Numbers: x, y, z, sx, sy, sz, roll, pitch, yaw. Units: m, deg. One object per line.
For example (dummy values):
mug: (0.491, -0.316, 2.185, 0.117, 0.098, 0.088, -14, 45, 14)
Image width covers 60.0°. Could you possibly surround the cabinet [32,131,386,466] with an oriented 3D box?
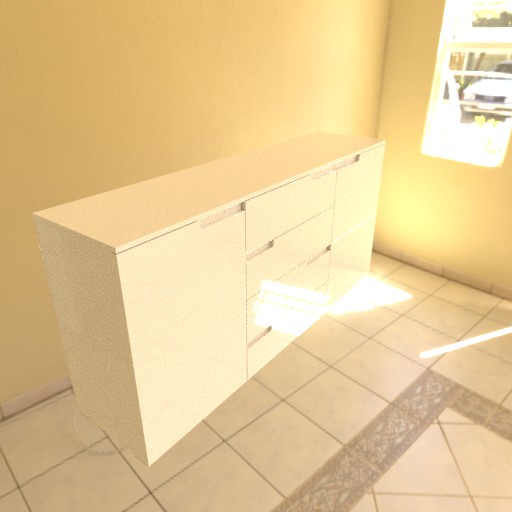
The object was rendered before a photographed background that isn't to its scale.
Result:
cabinet: (0.000, 0.000, 1.963, 0.400, 0.800, 1.650, 19, 32, 33)
